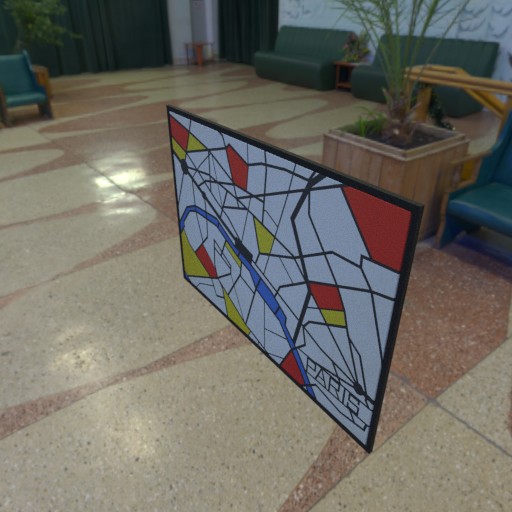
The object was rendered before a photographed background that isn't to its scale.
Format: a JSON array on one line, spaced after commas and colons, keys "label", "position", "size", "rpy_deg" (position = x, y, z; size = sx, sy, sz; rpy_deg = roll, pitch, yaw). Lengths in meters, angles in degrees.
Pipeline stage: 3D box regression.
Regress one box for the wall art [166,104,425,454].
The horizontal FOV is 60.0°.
[{"label": "wall art", "position": [0.000, 0.000, 1.257], "size": [0.013, 0.665, 0.963], "rpy_deg": [-20, 36, -30]}]
